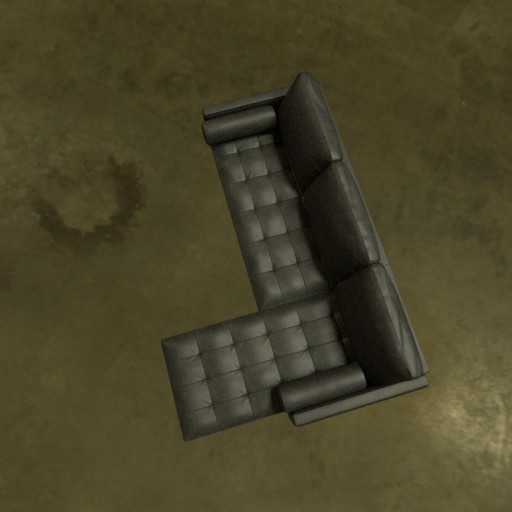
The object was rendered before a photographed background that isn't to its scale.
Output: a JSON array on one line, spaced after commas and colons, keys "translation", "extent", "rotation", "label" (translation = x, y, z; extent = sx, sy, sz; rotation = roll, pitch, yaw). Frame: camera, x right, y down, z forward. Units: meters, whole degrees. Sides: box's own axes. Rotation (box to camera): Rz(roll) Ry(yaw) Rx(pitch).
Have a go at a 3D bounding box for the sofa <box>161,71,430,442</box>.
[{"translation": [0.000, 0.000, 2.966], "extent": [1.497, 0.876, 2.178], "rotation": [-16, 76, -4], "label": "sofa"}]
